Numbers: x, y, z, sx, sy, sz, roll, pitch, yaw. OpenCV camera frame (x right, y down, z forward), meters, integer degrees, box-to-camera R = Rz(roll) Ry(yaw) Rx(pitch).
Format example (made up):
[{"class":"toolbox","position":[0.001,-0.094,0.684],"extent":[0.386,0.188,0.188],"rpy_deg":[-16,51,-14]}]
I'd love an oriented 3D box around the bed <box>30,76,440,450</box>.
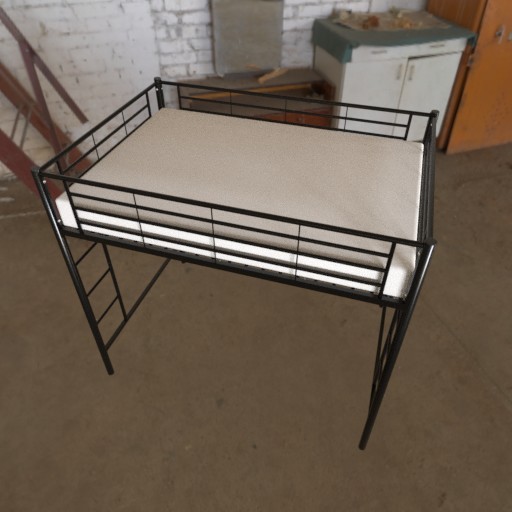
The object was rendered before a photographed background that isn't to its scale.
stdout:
[{"class":"bed","position":[0.000,0.000,3.112],"extent":[1.994,1.803,1.397],"rpy_deg":[12,43,13]}]
